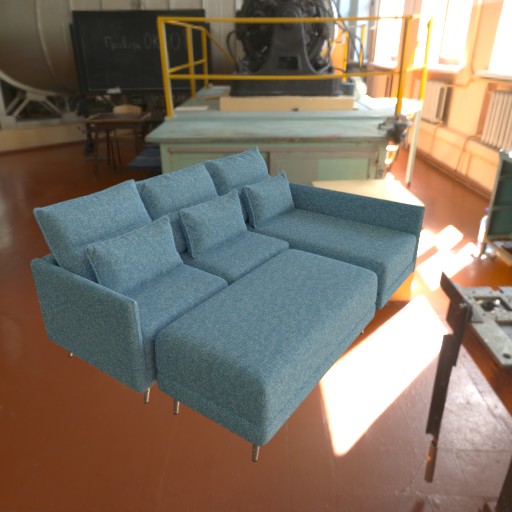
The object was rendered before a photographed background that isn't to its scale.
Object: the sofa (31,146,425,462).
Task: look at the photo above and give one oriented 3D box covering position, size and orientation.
[{"bbox_3d":[0.000,0.000,2.720,1.420,0.899,2.034,17,30,31],"label":"sofa"}]
